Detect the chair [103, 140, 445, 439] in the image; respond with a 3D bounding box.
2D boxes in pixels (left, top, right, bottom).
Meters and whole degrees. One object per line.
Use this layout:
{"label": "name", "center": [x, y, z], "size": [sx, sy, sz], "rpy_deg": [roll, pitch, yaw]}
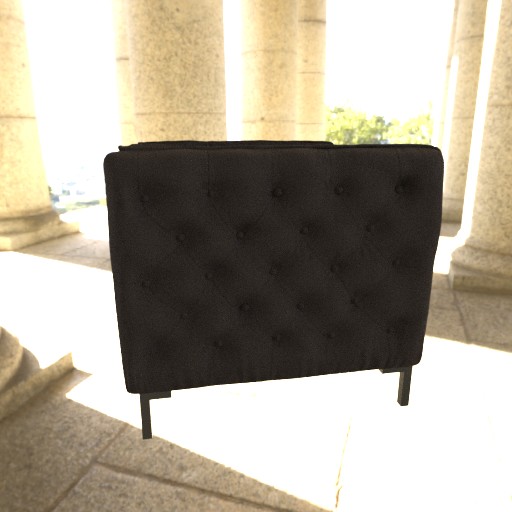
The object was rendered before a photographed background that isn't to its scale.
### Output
{"label": "chair", "center": [0.000, 0.000, 1.614], "size": [0.913, 0.807, 0.946], "rpy_deg": [-3, 16, -11]}
